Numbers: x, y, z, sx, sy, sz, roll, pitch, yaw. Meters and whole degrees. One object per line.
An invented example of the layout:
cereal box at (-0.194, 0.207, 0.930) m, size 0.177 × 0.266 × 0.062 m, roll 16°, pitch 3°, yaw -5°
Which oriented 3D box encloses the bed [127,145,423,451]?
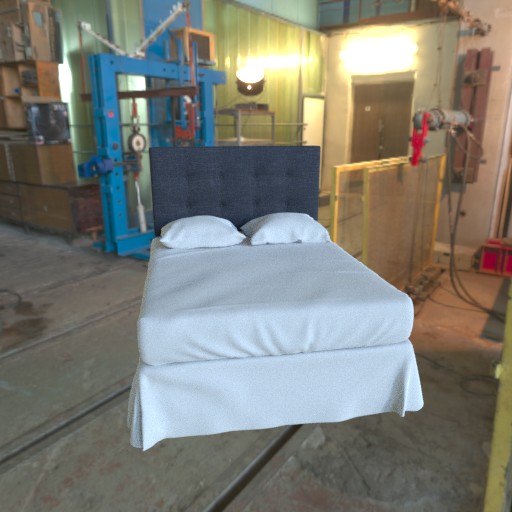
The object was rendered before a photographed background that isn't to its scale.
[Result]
bed at (0.000, 0.000, 3.452) m, size 1.936 × 1.577 × 2.222 m, roll -3°, pitch 17°, yaw -10°
